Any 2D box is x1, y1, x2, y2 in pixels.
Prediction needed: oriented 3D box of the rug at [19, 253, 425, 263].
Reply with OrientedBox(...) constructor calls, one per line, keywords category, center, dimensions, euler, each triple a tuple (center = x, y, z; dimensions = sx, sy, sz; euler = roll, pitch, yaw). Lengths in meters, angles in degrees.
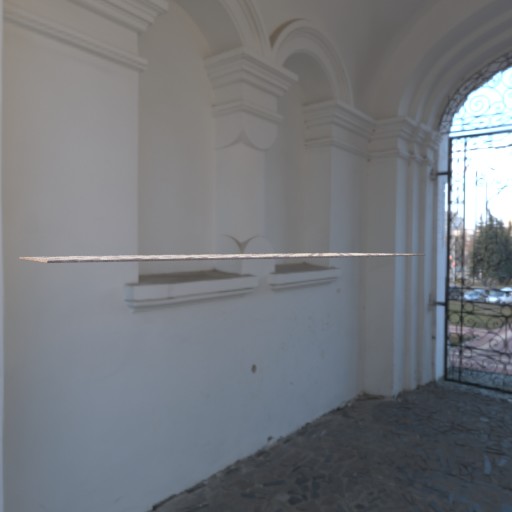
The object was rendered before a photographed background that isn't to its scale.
OrientedBox(category="rug", center=(0.000, 0.000, 2.657), dimensions=(2.437, 0.013, 0.685), euler=(-1, 1, -36))
